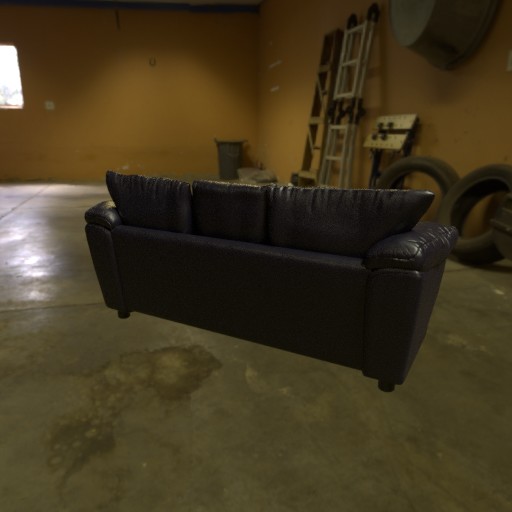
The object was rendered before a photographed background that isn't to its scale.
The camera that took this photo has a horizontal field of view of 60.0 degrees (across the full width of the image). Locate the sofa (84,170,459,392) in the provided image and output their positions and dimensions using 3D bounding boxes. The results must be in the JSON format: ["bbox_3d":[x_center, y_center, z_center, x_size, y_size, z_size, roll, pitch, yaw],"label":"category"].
[{"bbox_3d":[0.000,0.000,2.919,2.336,1.073,0.880,9,18,29],"label":"sofa"}]
